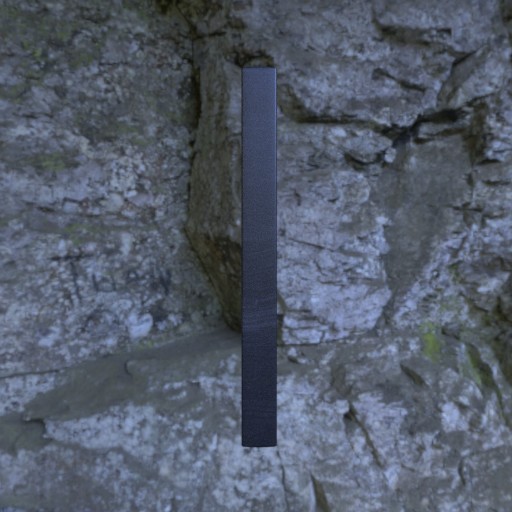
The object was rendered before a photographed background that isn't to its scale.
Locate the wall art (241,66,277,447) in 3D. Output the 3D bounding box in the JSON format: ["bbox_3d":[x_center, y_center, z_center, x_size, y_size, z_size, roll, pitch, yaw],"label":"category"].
[{"bbox_3d":[0.000,0.000,0.779,0.038,0.409,0.610,0,0,-1],"label":"wall art"}]
